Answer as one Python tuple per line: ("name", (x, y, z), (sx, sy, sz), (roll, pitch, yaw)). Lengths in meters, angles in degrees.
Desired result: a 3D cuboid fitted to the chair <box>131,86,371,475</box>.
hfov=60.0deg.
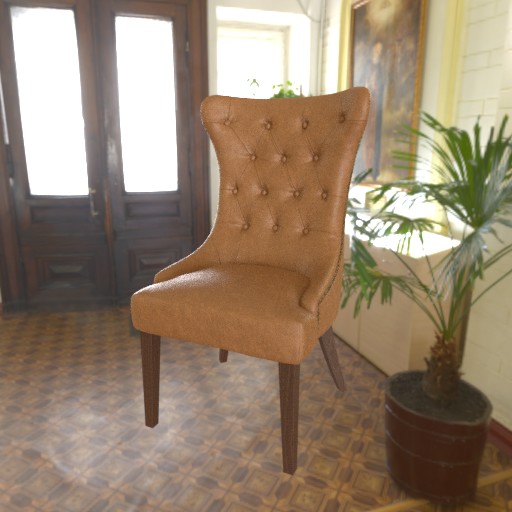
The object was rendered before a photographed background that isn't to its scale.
("chair", (0.000, 0.000, 1.451), (0.611, 1.065, 0.669), (7, 15, 25))
